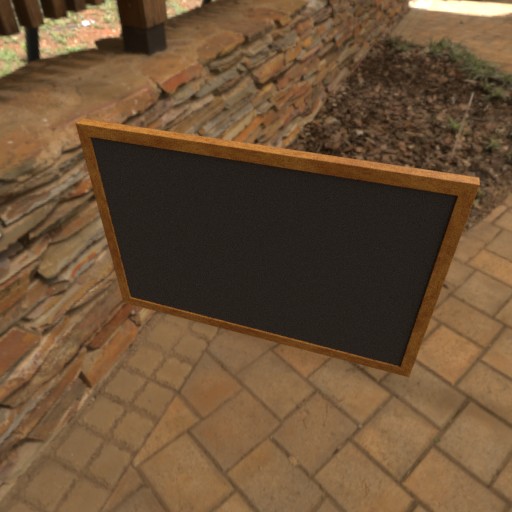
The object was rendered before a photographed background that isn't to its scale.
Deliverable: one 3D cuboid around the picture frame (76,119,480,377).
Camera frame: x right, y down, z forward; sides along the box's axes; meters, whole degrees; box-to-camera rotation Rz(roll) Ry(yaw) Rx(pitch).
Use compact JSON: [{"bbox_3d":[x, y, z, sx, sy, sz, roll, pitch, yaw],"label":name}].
[{"bbox_3d":[0.000,0.000,1.177,0.922,0.621,0.029,12,41,14],"label":"picture frame"}]
